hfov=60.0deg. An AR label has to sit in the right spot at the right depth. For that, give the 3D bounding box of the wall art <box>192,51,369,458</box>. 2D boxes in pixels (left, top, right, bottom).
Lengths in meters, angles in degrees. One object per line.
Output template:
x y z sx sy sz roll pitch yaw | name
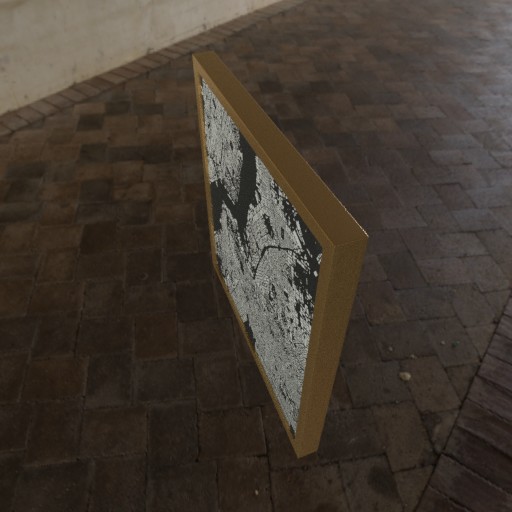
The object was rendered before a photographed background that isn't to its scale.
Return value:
0.000 0.000 0.460 0.023 0.305 0.305 -15 47 -15 | wall art
